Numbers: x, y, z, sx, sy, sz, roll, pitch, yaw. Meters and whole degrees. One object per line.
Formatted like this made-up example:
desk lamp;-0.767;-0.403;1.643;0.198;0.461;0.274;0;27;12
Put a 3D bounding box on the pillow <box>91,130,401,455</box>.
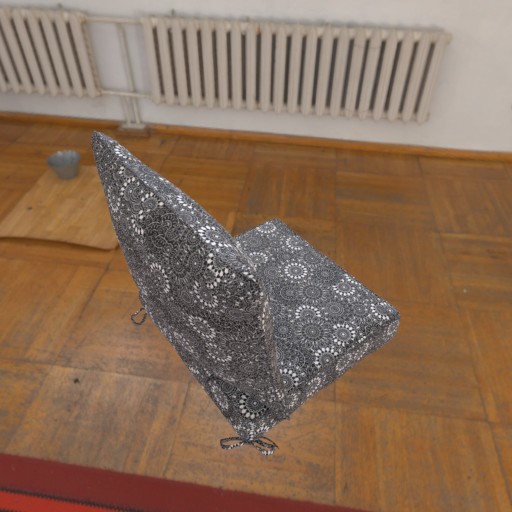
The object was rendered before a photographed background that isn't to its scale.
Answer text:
pillow;0.000;0.000;1.371;0.740;0.722;0.798;-27;48;-27
